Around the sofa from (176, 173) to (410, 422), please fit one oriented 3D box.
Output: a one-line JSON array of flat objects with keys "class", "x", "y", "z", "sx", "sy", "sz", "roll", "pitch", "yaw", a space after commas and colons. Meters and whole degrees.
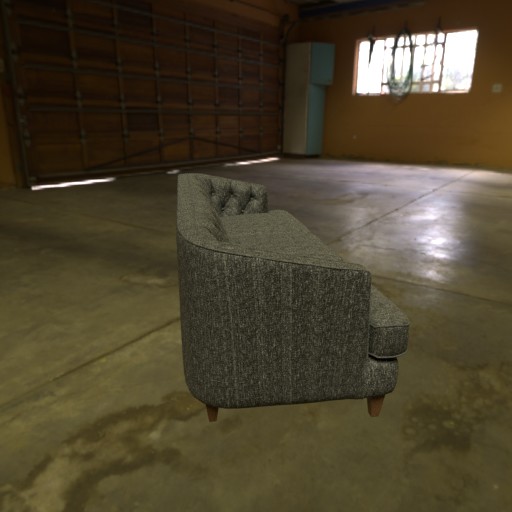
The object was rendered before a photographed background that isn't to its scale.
[{"class": "sofa", "x": 0.000, "y": 0.000, "z": 2.770, "sx": 0.941, "sy": 0.855, "sz": 2.278, "roll": -3, "pitch": 18, "yaw": -9}]
